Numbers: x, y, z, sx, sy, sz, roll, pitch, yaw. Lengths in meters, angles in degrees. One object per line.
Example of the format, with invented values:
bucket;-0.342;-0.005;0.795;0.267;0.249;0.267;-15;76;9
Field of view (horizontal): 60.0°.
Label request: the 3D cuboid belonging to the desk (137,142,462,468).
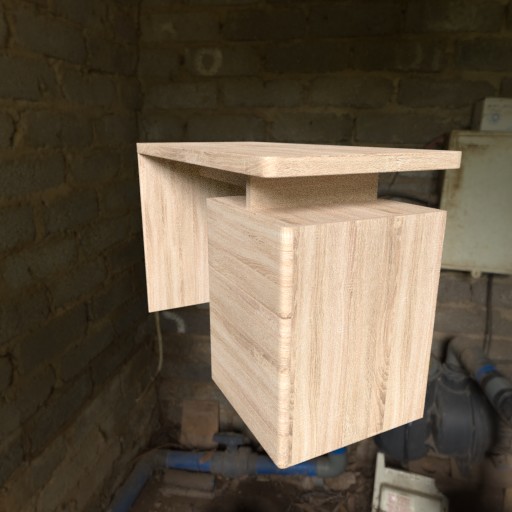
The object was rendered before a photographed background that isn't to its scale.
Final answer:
desk;0.000;0.000;1.579;0.550;0.760;1.200;-8;17;-25
